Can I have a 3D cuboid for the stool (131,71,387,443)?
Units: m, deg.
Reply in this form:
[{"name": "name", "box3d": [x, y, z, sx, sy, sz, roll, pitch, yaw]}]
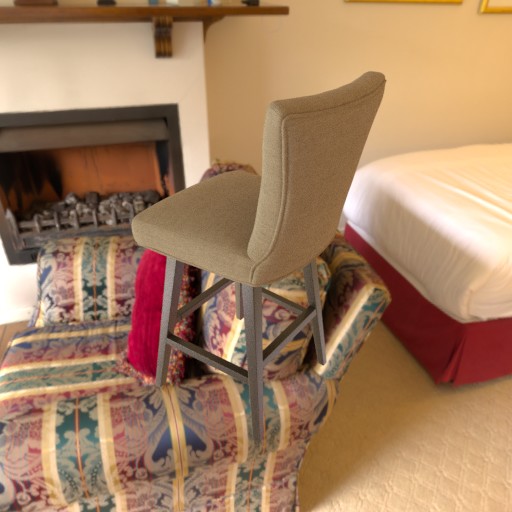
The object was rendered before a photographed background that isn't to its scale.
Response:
[{"name": "stool", "box3d": [0.000, 0.000, 1.415, 0.574, 1.086, 0.514, 21, 37, 30]}]
